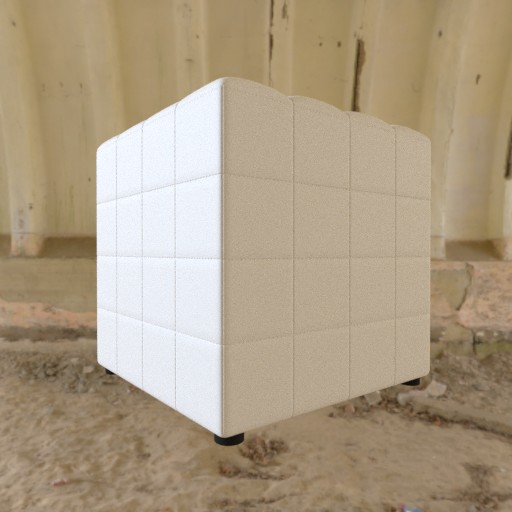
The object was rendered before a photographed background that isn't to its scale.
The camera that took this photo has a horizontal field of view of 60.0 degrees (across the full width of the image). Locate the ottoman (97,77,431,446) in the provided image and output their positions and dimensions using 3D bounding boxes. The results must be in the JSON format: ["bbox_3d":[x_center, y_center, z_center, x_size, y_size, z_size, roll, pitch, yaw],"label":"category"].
[{"bbox_3d":[0.000,0.000,0.787,0.425,0.432,0.425,-1,1,-38],"label":"ottoman"}]
